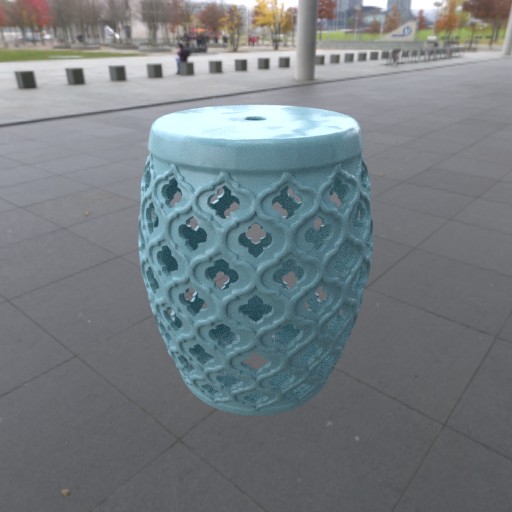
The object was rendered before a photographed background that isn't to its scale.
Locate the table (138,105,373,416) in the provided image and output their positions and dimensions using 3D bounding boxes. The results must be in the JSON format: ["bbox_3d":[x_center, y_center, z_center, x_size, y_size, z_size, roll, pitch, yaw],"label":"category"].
[{"bbox_3d":[0.000,0.000,0.646,0.325,0.388,0.325,0,27,0],"label":"table"}]
